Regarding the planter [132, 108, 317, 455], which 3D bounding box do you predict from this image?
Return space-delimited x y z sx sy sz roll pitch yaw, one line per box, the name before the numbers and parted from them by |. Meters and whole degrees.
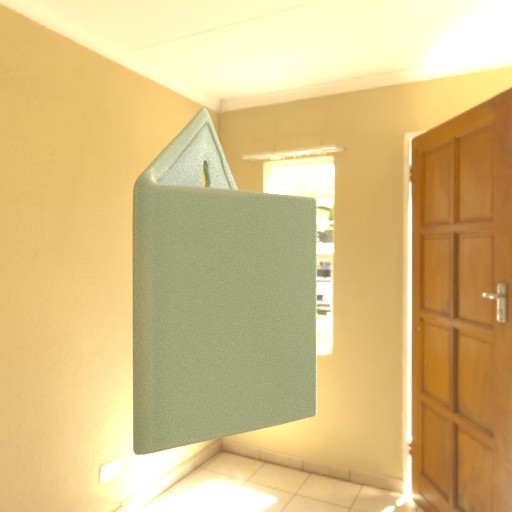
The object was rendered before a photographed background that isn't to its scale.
planter | 0.000 0.000 0.286 0.079 0.197 0.164 0 1 18
